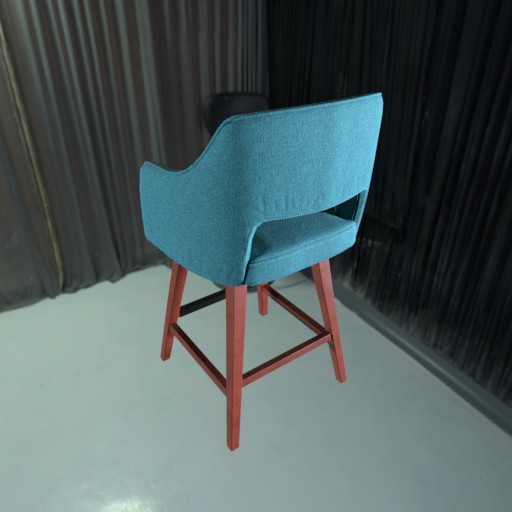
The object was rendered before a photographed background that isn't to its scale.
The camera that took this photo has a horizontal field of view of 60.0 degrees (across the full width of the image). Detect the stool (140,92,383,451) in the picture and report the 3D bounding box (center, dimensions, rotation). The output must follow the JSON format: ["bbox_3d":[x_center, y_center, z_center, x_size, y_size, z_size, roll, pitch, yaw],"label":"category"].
[{"bbox_3d":[0.000,0.000,1.304,0.548,0.961,0.556,-20,36,-30],"label":"stool"}]
